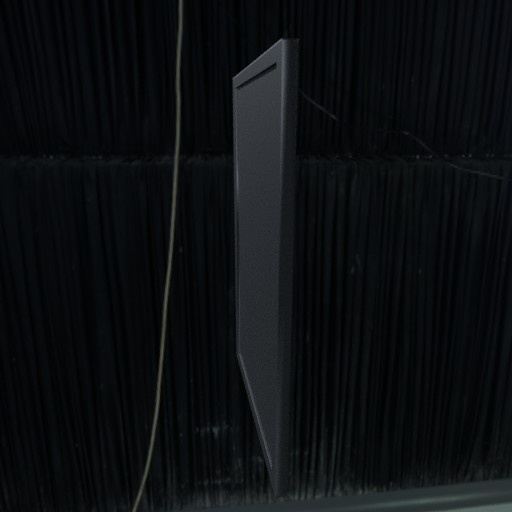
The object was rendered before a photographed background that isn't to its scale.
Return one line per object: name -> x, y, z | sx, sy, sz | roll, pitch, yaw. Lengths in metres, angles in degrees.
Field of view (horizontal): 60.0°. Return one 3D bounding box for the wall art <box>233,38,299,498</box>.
wall art -> 0.000, 0.000, 0.540 | 0.013, 0.431, 0.303 | -3, 17, -10
